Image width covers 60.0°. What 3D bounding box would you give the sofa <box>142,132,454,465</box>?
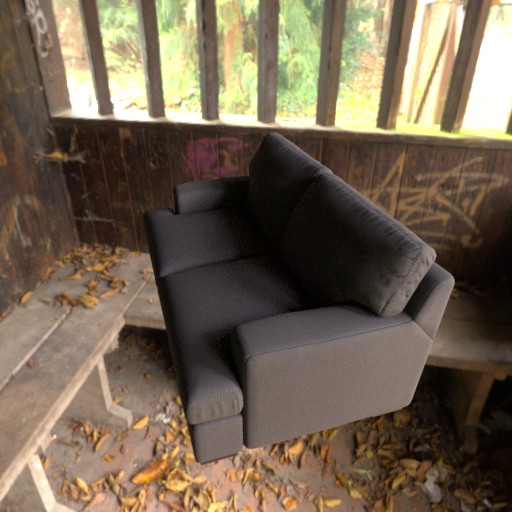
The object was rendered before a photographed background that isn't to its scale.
[{"bbox_3d":[0.000,0.000,2.526,1.143,0.940,1.880,-9,32,-15],"label":"sofa"}]
